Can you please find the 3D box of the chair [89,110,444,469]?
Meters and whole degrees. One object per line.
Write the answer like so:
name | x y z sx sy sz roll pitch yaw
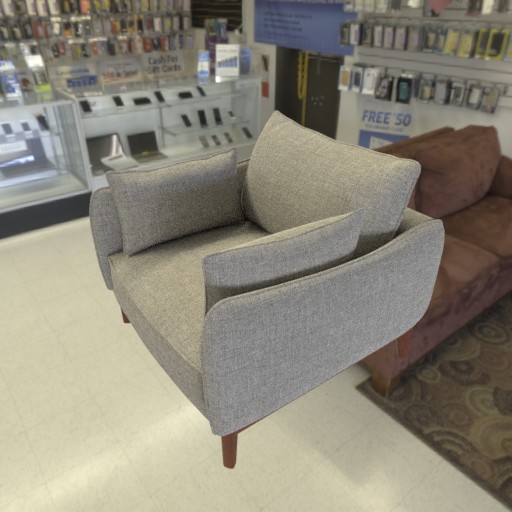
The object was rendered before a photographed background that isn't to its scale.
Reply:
chair | 0.000 0.000 1.693 0.976 0.839 0.993 -20 37 -30
